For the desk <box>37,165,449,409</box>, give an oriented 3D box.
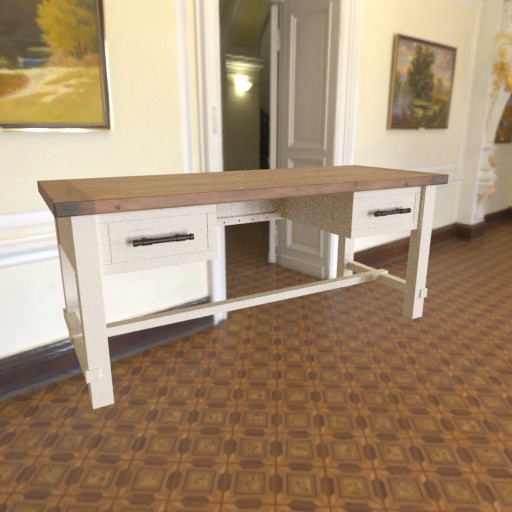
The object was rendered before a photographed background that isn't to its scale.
[{"bbox_3d":[0.000,0.000,2.171,1.803,0.762,0.688,-9,18,-28],"label":"desk"}]
